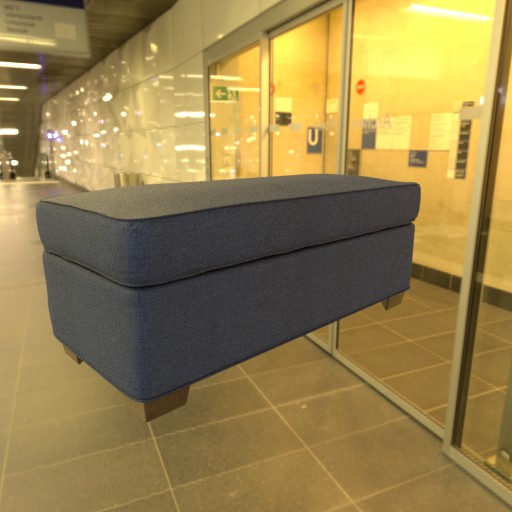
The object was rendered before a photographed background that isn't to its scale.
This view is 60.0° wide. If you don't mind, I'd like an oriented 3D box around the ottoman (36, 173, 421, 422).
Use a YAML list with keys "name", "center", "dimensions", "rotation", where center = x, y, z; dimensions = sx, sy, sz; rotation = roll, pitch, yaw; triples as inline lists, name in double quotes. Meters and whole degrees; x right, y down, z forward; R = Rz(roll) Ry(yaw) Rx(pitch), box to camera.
- name: "ottoman"
  center: [0.000, 0.000, 1.359]
  dimensions: [1.110, 0.460, 0.515]
  rotation: [-13, 19, -42]
